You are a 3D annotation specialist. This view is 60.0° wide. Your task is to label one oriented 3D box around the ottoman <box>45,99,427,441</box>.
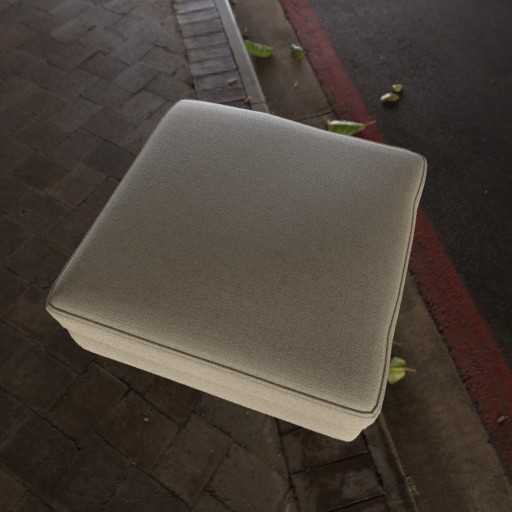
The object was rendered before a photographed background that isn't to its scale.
[{"bbox_3d":[0.000,0.000,1.356,0.838,0.478,0.838,16,60,10],"label":"ottoman"}]
